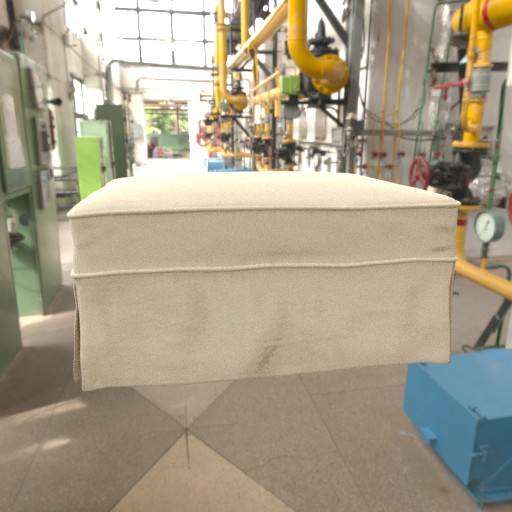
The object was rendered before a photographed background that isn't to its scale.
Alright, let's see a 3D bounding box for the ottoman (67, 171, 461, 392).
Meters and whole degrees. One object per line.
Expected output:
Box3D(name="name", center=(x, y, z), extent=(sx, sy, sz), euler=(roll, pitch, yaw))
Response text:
Box3D(name="ottoman", center=(0.000, 0.000, 1.323), extent=(0.944, 0.479, 0.703), euler=(-2, 15, -9))
